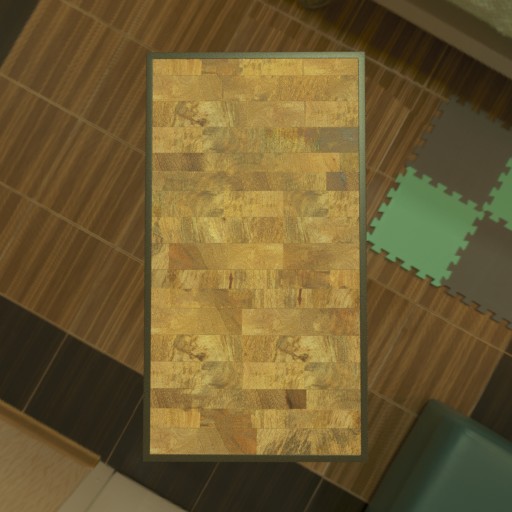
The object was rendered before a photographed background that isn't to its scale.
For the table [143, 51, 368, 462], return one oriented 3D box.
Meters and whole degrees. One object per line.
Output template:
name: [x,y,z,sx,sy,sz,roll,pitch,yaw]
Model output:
table: [0.000,0.000,1.492,0.649,0.398,1.199,0,88,0]
